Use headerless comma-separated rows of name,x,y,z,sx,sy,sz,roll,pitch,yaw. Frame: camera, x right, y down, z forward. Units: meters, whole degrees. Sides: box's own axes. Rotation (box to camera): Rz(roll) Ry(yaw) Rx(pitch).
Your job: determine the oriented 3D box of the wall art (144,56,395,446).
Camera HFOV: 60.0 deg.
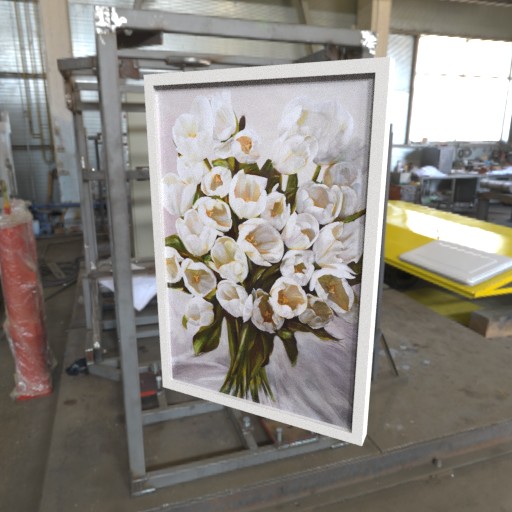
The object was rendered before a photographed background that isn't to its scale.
wall art,0.000,0.000,0.544,0.293,0.428,0.025,7,17,25
